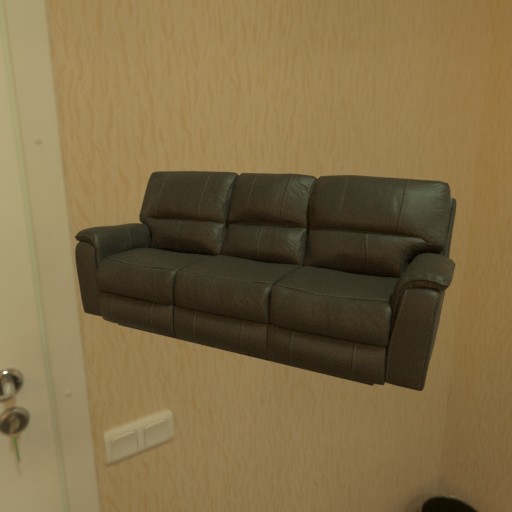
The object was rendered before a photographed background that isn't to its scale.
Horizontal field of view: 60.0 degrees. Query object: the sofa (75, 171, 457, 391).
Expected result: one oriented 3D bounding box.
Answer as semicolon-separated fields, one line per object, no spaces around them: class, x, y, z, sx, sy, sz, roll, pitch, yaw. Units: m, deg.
sofa;0.000;0.000;3.194;2.627;1.134;1.104;7;16;26
